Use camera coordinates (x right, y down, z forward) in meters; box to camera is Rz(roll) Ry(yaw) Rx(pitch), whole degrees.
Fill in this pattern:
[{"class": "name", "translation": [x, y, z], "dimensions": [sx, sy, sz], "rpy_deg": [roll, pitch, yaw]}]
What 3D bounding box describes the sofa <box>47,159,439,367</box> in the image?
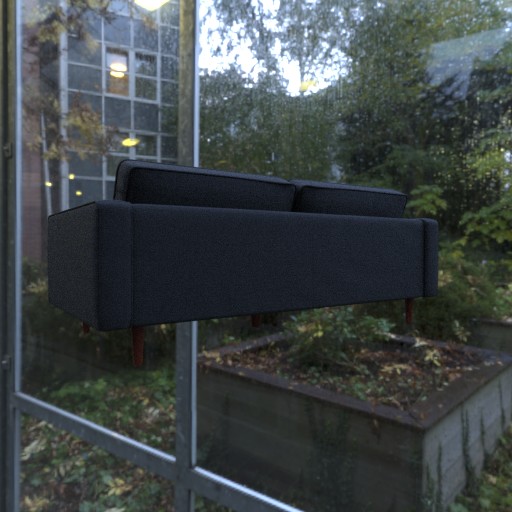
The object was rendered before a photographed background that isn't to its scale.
[{"class": "sofa", "translation": [0.000, 0.000, 2.323], "dimensions": [1.875, 0.759, 0.914], "rpy_deg": [-1, 1, -34]}]
